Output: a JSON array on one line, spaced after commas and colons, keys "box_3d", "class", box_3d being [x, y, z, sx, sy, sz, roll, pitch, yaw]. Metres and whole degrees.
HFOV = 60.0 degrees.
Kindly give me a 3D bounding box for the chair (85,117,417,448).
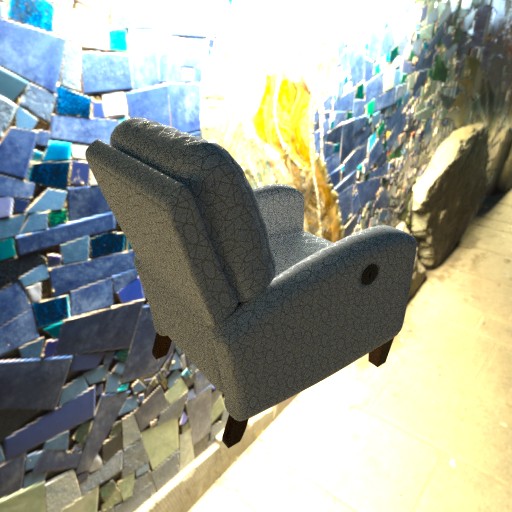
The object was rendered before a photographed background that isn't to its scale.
[{"box_3d": [0.000, 0.000, 1.747, 0.995, 1.064, 0.796, -19, 33, -32], "class": "chair"}]
